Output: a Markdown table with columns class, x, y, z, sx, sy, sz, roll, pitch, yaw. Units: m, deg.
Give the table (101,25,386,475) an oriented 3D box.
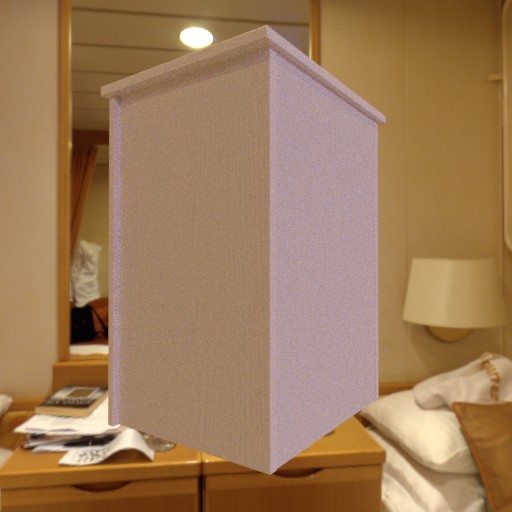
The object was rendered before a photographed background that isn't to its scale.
| class | x | y | z | sx | sy | sz | roll | pitch | yaw |
| --- | --- | --- | --- | --- | --- | --- | --- | --- | --- |
| table | 0.000 | 0.000 | 0.918 | 0.381 | 0.635 | 0.480 | -1 | -1 | 36 |
